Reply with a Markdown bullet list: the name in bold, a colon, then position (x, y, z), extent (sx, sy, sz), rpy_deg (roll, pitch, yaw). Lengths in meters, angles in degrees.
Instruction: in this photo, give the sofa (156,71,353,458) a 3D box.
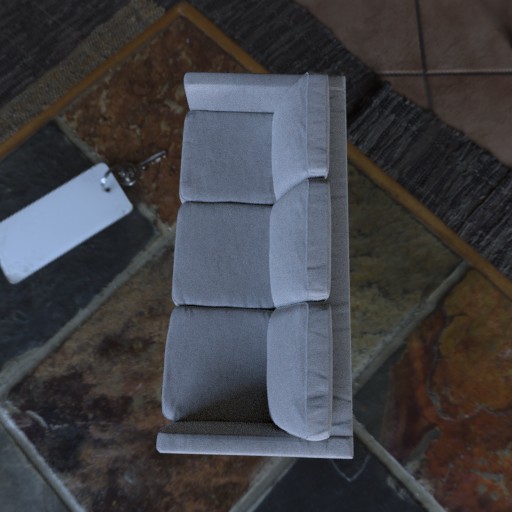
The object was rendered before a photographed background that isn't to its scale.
- **sofa**: position (0.000, 0.000, 2.479), extent (0.944, 0.918, 1.983), rpy_deg (2, 76, 0)
